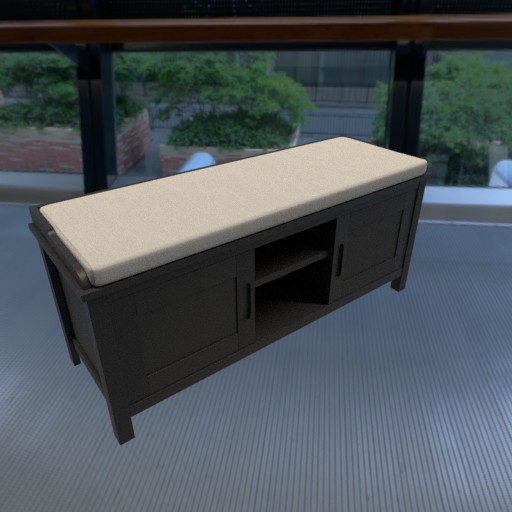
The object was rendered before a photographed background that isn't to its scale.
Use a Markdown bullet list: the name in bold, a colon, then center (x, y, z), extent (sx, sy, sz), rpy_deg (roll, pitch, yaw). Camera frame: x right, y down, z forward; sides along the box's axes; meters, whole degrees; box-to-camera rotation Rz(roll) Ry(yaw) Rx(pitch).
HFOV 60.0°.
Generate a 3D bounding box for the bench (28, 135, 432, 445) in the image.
- **bench**: center (0.000, 0.000, 1.378), extent (1.140, 0.501, 0.398), rpy_deg (-21, 36, -32)
